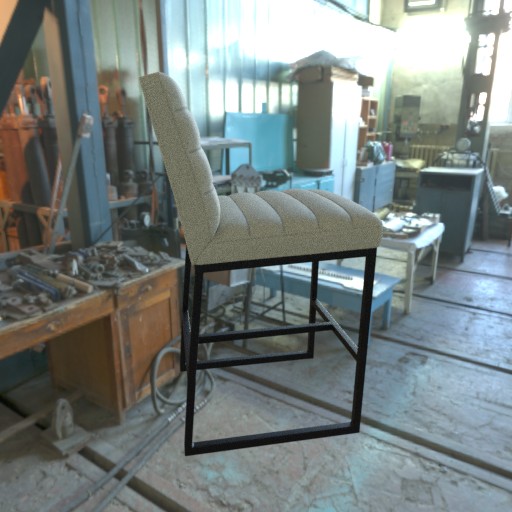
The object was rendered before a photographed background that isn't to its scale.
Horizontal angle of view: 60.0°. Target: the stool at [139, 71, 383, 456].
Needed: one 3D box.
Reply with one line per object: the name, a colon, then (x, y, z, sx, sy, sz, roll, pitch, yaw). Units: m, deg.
stool: (0.000, 0.000, 1.270, 0.560, 0.940, 0.460, -3, 17, -10)
